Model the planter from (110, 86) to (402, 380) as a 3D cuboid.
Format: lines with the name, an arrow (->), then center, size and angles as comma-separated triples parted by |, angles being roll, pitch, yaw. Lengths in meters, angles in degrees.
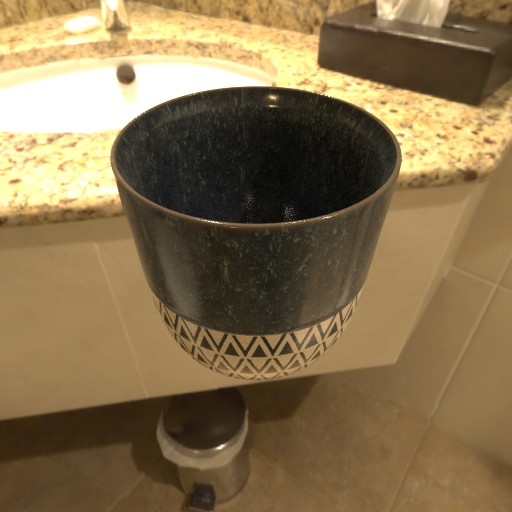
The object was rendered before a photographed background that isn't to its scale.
planter -> 0.000, 0.000, 0.375 | 0.195, 0.214, 0.195 | 0, 42, 0
